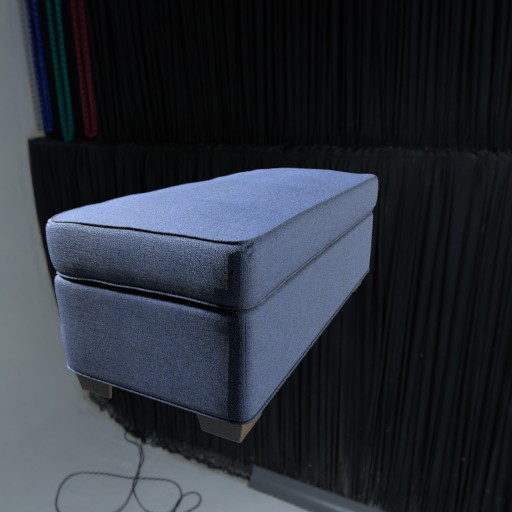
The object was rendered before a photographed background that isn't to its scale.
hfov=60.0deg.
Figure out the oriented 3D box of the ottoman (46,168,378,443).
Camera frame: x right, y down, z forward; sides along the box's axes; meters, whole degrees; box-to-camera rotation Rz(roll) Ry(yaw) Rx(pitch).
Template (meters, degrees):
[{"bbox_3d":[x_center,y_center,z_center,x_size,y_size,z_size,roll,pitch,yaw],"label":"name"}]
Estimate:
[{"bbox_3d":[0.000,0.000,1.368,0.515,0.460,1.110,8,19,25],"label":"ottoman"}]
